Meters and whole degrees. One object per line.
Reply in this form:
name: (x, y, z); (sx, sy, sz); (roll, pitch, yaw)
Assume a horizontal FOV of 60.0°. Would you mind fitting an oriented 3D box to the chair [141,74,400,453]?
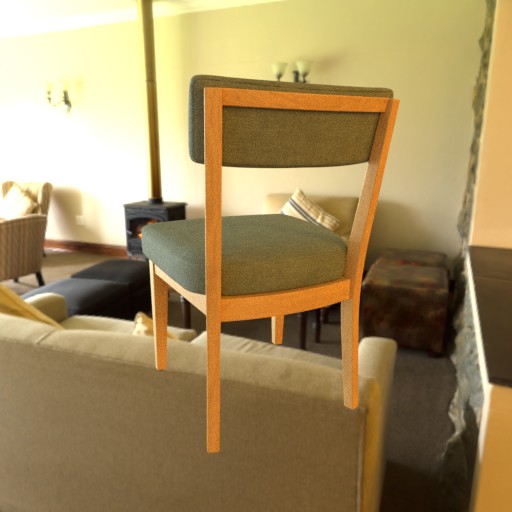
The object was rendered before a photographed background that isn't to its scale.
chair: (0.000, 0.000, 1.201); (0.508, 0.832, 0.572); (-7, 15, -25)
